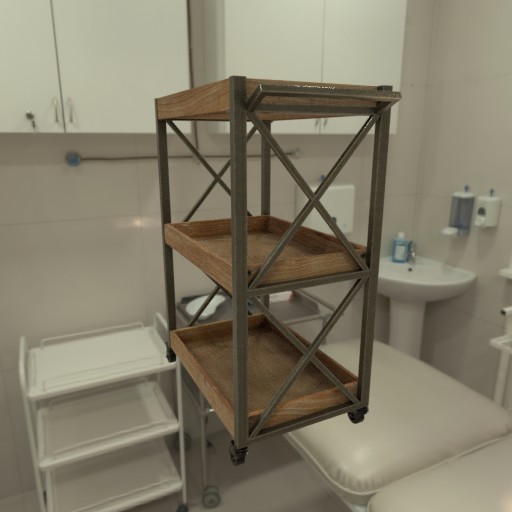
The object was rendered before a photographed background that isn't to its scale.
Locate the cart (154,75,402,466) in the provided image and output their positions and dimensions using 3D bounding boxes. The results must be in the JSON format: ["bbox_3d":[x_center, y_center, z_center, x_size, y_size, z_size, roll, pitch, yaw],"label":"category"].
[{"bbox_3d":[0.000,0.000,1.205,0.377,0.835,0.673,-7,17,-26],"label":"cart"}]
